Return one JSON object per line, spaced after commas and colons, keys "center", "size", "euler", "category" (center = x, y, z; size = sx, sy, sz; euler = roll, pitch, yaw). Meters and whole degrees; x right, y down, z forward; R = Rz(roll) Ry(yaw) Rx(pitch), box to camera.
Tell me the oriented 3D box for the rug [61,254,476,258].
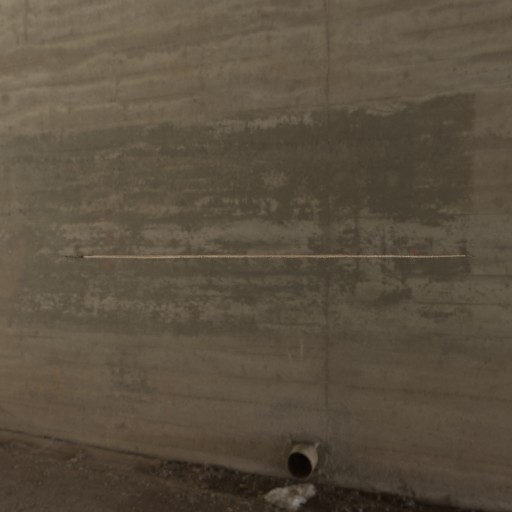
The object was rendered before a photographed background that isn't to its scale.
{"center": [0.000, 0.000, 2.418], "size": [1.861, 0.017, 1.218], "euler": [0, 0, -19], "category": "rug"}
